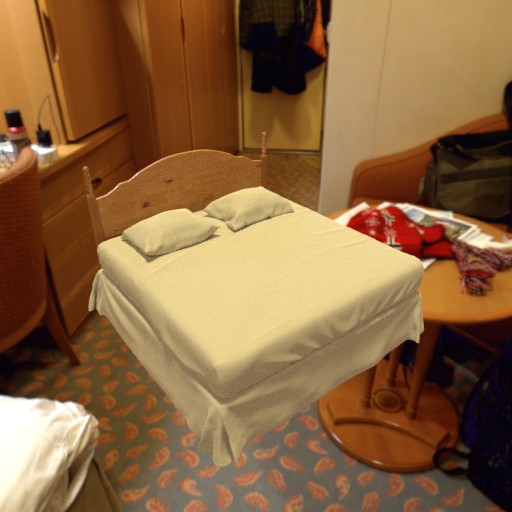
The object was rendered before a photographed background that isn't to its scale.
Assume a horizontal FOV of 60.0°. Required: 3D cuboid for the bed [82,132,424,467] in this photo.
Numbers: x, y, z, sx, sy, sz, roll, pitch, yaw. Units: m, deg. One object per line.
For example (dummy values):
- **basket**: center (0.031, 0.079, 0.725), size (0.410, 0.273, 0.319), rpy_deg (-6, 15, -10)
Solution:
- **bed**: center (0.000, 0.000, 3.698), size (2.322, 1.355, 2.219), rpy_deg (-21, 35, -32)
